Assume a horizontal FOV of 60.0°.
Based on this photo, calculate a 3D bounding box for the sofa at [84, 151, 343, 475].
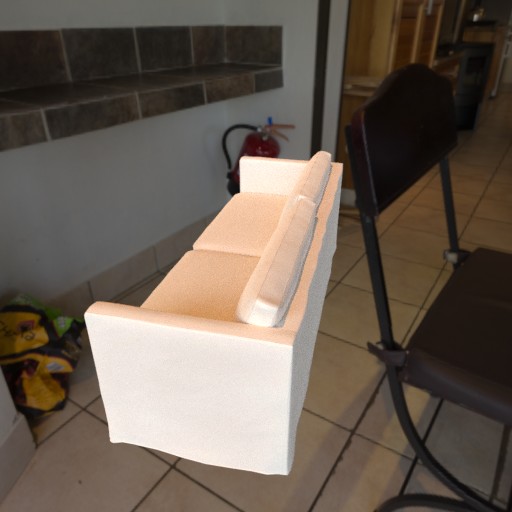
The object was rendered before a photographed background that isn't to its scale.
[{"bbox_3d":[0.000,0.000,3.273,1.036,0.999,2.779,7,29,12],"label":"sofa"}]
